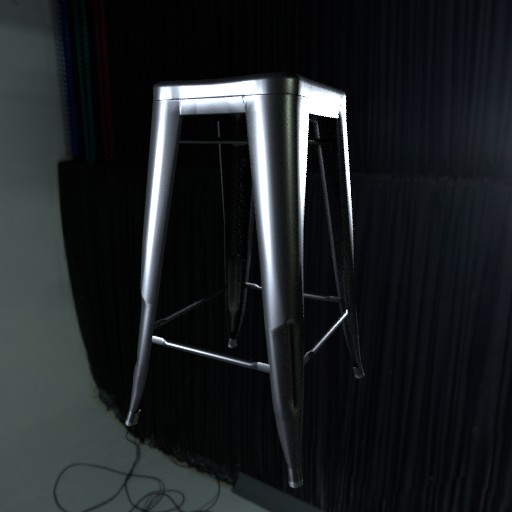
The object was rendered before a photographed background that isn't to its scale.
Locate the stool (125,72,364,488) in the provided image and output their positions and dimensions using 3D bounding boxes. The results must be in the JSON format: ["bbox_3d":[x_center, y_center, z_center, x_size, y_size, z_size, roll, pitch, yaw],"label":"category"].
[{"bbox_3d":[0.000,0.000,0.850,0.359,0.609,0.399,7,16,26],"label":"stool"}]
